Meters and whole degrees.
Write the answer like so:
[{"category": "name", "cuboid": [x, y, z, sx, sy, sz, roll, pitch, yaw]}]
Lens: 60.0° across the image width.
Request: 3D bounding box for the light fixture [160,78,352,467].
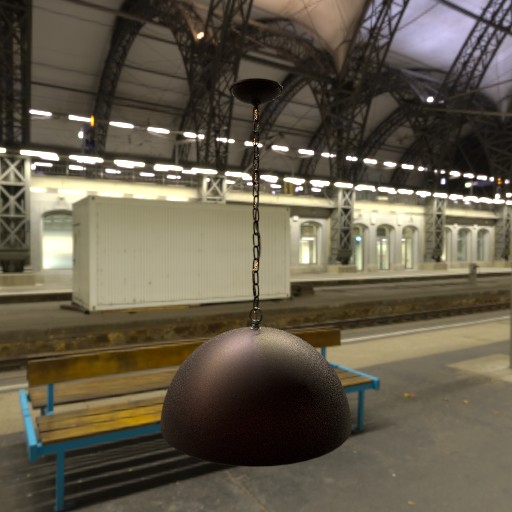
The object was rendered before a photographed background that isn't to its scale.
[{"category": "light fixture", "cuboid": [0.000, 0.000, 1.157, 0.492, 0.869, 0.492, 1, 1, 37]}]
